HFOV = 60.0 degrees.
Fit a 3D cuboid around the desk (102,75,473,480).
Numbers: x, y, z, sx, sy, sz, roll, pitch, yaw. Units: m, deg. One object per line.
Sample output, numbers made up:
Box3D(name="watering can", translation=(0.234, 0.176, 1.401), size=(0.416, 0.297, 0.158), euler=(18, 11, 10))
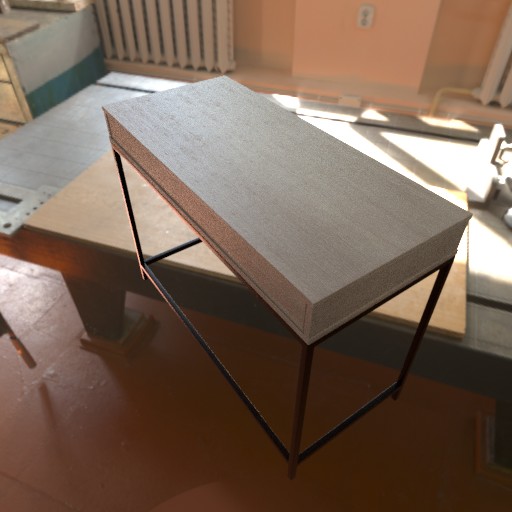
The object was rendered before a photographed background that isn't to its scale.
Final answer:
Box3D(name="desk", translation=(0.000, 0.000, 1.435), size=(0.470, 0.762, 1.016), euler=(-25, 48, -25))
